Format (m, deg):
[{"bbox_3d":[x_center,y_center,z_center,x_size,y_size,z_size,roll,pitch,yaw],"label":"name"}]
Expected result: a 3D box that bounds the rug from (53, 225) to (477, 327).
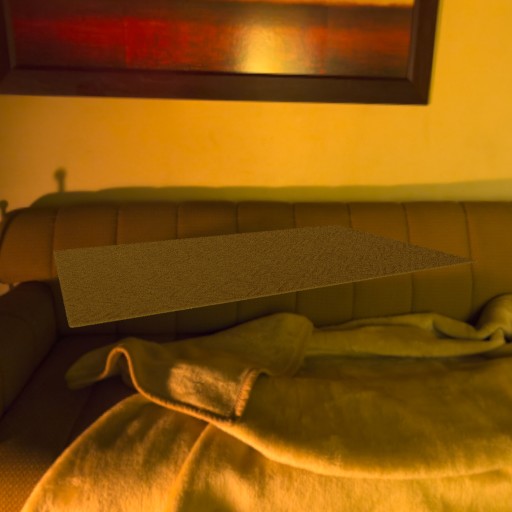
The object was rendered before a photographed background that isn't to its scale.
[{"bbox_3d":[0.000,0.000,2.986,2.438,0.008,1.523,-7,15,-25],"label":"rug"}]
